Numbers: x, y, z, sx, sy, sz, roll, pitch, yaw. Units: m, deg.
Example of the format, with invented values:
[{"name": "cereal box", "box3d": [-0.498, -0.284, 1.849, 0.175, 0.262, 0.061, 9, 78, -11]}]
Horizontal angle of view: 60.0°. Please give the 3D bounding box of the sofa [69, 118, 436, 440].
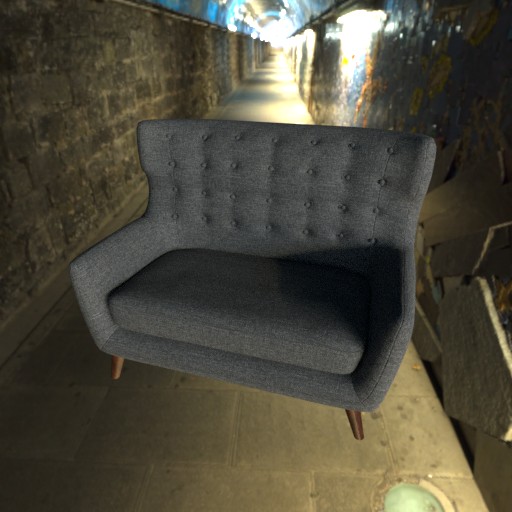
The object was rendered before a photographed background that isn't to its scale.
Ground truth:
[{"name": "sofa", "box3d": [0.000, 0.000, 1.953, 1.358, 1.028, 0.874, 8, 27, 16]}]
